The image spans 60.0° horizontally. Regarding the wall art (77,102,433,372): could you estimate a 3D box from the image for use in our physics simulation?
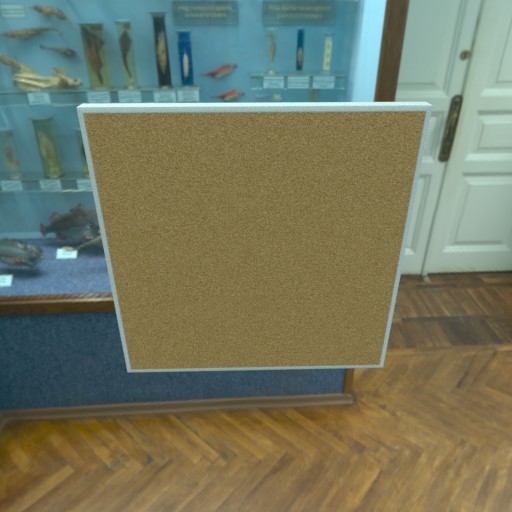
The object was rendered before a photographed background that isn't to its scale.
[{"bbox_3d":[0.000,0.000,1.161,0.768,0.765,0.041,-1,30,-1],"label":"wall art"}]
